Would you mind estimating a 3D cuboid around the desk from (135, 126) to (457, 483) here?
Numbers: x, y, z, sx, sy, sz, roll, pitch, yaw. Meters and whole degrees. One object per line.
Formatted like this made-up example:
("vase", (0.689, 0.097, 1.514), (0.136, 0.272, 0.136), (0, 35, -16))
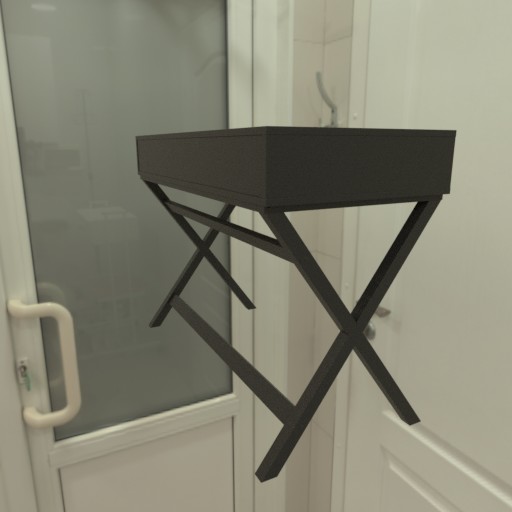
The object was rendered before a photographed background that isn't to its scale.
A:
("desk", (0.000, 0.000, 1.468), (0.504, 0.780, 1.057), (-7, 16, -26))
